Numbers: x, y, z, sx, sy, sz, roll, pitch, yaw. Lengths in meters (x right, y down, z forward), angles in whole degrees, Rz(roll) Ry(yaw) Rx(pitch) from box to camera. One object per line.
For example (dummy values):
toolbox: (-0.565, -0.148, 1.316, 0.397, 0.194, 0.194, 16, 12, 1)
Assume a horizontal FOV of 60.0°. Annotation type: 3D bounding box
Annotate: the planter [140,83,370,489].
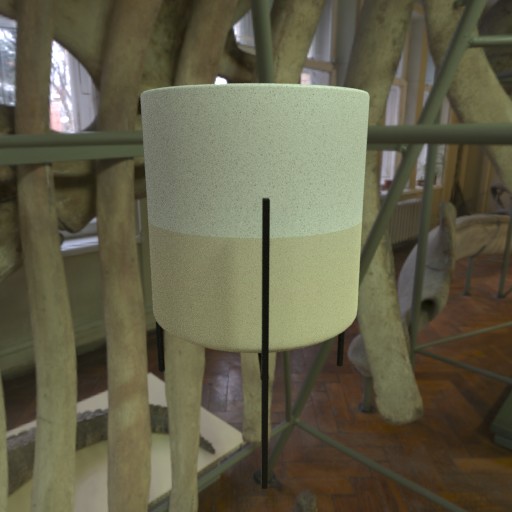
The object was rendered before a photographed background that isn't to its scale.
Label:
planter: (0.000, 0.000, 0.534, 0.263, 0.362, 0.267, 14, 21, 43)
